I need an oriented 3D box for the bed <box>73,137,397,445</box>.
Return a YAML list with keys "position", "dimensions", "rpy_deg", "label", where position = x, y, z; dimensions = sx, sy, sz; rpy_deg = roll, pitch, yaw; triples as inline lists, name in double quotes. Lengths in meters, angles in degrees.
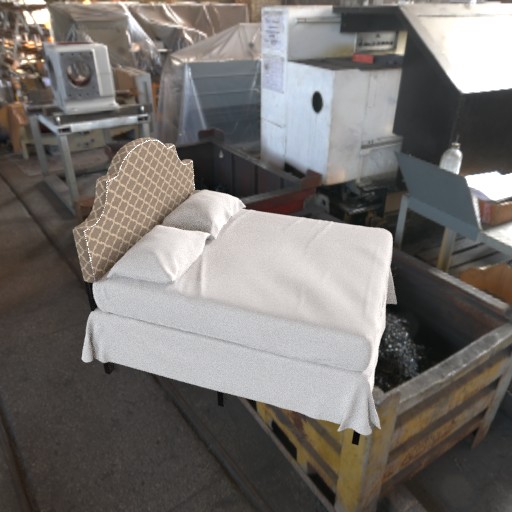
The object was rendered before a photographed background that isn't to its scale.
- position: [0.000, 0.000, 3.448]
  dimensions: [2.222, 1.633, 1.780]
  rpy_deg: [10, 31, 17]
  label: "bed"
